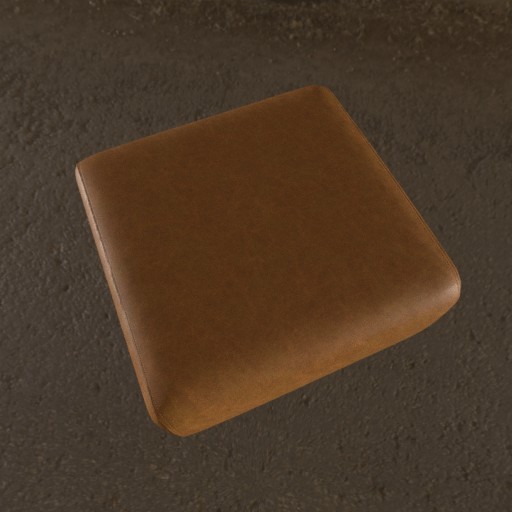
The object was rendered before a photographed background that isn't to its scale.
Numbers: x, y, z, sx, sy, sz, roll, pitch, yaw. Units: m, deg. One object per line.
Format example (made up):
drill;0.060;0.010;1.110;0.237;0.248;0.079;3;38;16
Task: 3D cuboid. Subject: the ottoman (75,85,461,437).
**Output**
ottoman;0.000;0.000;1.073;0.650;0.399;0.650;-21;65;-10
